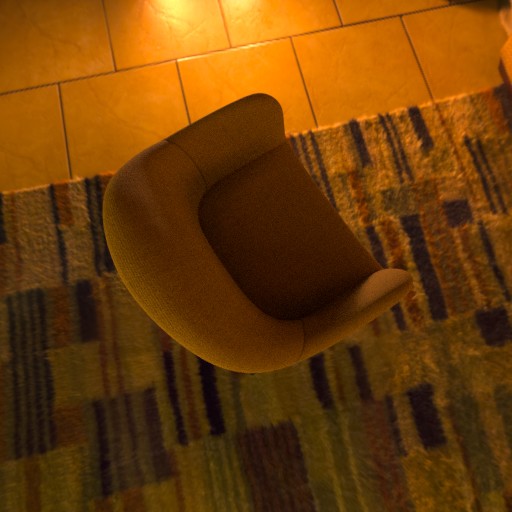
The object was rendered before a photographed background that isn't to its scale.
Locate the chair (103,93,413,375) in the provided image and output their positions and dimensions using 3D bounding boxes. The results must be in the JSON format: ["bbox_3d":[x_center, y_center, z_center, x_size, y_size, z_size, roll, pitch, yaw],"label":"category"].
[{"bbox_3d":[0.000,0.000,1.167,0.550,0.795,0.590,-32,77,-8],"label":"chair"}]
